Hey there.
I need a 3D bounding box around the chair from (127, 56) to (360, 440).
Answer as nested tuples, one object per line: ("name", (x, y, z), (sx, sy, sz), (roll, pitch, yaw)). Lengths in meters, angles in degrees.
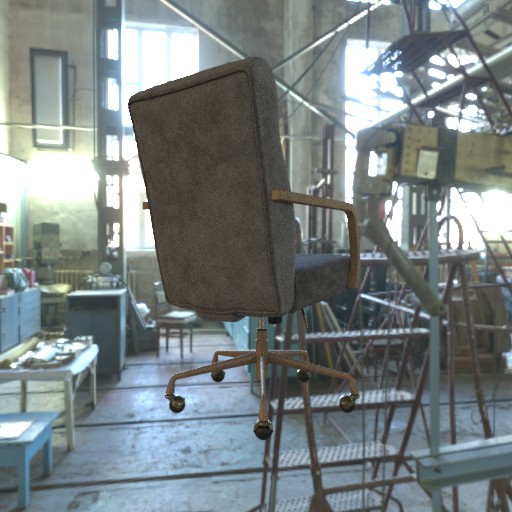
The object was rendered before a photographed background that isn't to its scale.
("chair", (0.000, 0.000, 1.511), (0.640, 1.029, 0.741), (1, 2, 36))
